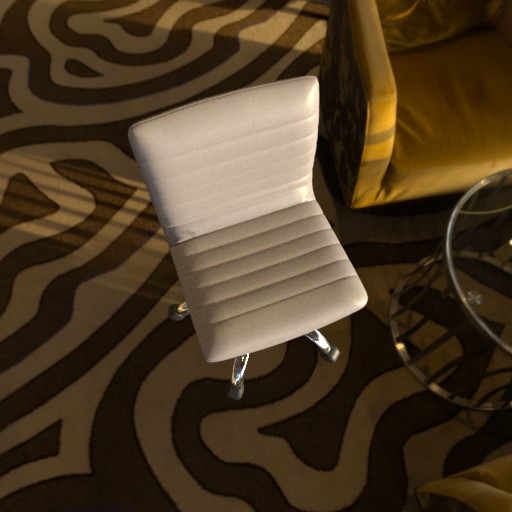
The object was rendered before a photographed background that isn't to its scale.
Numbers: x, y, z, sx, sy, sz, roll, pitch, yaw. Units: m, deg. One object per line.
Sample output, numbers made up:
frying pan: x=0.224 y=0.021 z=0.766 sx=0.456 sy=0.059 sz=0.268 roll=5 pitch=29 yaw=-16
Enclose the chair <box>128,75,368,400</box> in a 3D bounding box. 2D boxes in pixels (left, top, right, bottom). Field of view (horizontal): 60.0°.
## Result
chair: x=0.000 y=0.000 z=1.140 sx=0.569 sy=0.750 sz=0.542 roll=-18 pitch=66 yaw=-9
